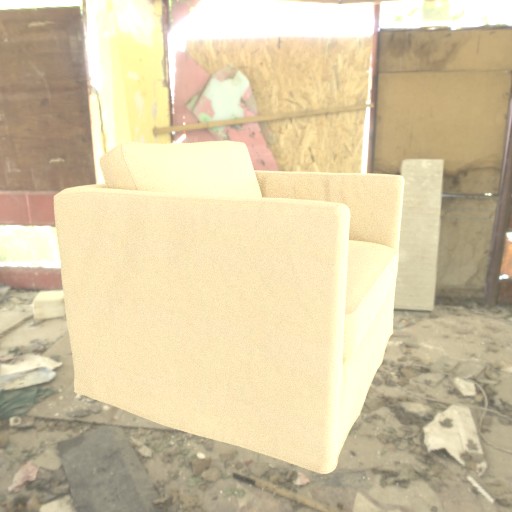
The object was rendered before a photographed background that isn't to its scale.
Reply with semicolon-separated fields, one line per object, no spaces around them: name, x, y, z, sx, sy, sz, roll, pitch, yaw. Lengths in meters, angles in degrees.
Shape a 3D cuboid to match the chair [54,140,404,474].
chair;0.000;0.000;1.690;0.947;0.851;1.057;7;16;25
